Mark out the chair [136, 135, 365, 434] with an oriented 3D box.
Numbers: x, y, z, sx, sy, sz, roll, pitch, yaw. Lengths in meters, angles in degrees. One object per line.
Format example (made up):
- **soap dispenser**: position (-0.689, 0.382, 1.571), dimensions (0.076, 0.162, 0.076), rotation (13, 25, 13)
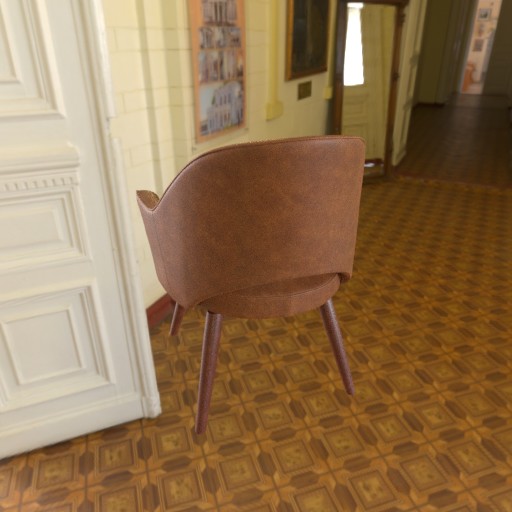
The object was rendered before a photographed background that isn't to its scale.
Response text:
- **chair**: position (0.000, 0.000, 1.239), dimensions (0.591, 0.777, 0.640), rotation (-8, 28, -16)
